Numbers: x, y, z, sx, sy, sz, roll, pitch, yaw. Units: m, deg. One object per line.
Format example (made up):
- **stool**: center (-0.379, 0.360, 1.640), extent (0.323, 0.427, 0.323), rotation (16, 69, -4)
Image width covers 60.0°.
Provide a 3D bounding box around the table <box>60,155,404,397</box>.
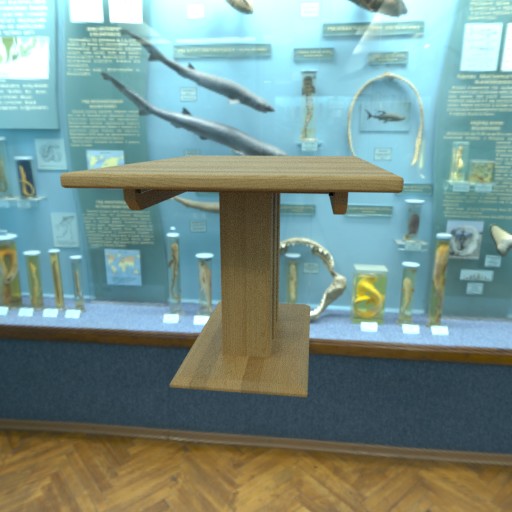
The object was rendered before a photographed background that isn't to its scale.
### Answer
- **table**: center (0.000, 0.000, 1.853), extent (0.900, 0.770, 1.300), rotation (2, 15, 7)
